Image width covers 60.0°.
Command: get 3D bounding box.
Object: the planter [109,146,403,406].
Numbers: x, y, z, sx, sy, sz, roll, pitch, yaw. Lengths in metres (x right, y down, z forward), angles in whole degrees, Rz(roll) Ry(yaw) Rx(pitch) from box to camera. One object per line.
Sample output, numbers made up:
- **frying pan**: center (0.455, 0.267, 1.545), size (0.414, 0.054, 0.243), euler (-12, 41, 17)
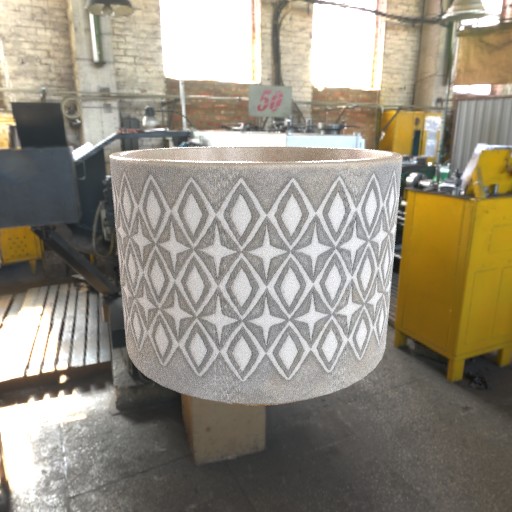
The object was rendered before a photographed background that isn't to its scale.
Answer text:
- **planter**: center (0.000, 0.000, 0.278), size (0.164, 0.127, 0.164), euler (0, 16, 0)
